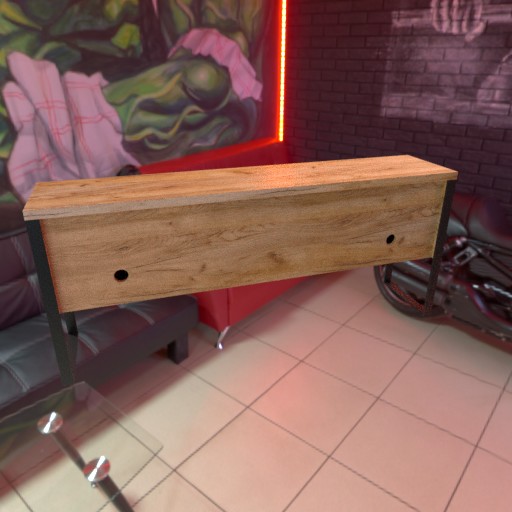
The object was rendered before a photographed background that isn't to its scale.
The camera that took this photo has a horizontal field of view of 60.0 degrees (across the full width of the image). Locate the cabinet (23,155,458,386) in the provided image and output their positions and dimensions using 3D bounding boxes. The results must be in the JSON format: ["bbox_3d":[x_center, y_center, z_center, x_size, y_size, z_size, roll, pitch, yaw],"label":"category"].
[{"bbox_3d":[0.000,0.000,2.092,1.800,0.762,0.395,-8,26,-16],"label":"cabinet"}]
